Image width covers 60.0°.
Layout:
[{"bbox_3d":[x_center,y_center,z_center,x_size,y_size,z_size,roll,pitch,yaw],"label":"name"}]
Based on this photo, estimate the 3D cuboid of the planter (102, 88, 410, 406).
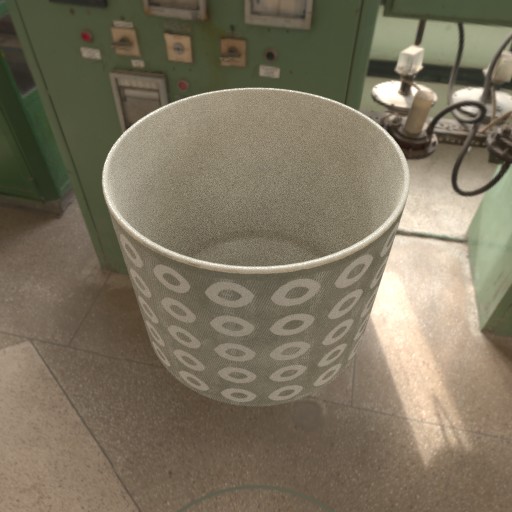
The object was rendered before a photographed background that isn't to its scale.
[{"bbox_3d":[0.000,0.000,0.346,0.190,0.181,0.190,0,47,0],"label":"planter"}]
